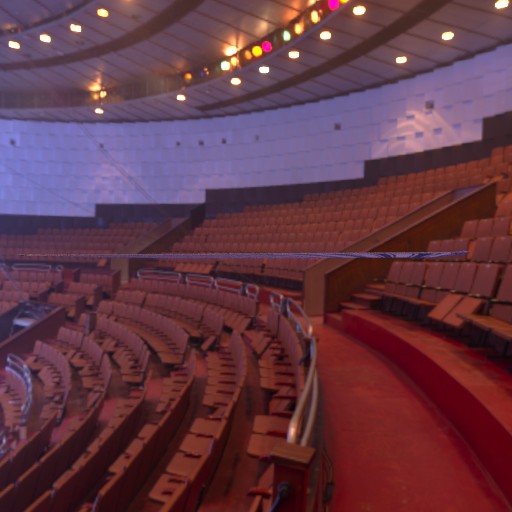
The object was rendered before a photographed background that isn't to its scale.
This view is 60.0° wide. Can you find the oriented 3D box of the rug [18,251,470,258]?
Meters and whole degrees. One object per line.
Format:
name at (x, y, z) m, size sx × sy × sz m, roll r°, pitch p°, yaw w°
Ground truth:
rug at (0.000, 0.000, 2.835) m, size 2.315 × 0.010 × 1.544 m, roll 0°, pitch -1°, yaw 18°
